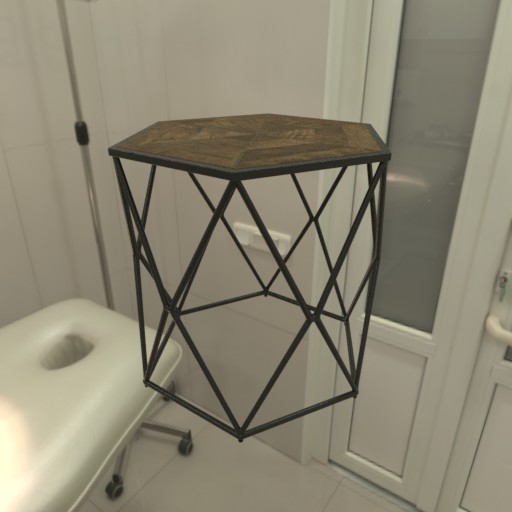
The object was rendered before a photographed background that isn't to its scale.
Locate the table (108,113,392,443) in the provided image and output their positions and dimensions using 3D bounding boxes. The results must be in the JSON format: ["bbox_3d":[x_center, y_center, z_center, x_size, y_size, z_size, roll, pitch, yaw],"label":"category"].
[{"bbox_3d":[0.000,0.000,1.043,0.578,0.564,0.579,17,31,31],"label":"table"}]
